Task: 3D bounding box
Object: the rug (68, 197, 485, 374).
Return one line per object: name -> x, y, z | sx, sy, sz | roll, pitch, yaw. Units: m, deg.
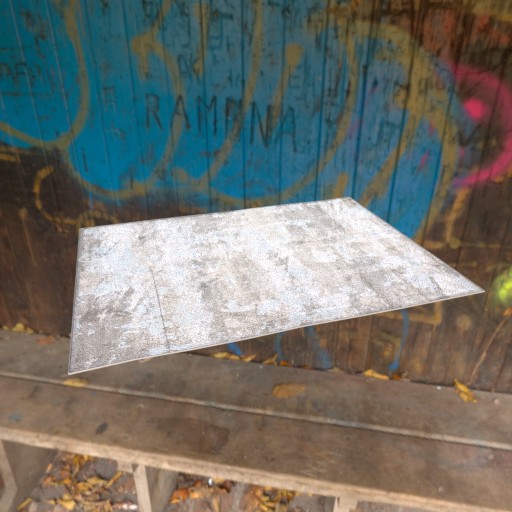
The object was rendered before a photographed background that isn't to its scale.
rug -> 0.000, 0.000, 4.309 | 3.307, 0.013, 2.393 | -8, 29, -16
